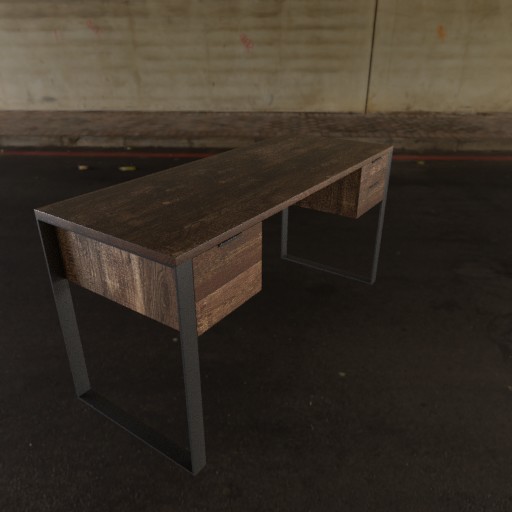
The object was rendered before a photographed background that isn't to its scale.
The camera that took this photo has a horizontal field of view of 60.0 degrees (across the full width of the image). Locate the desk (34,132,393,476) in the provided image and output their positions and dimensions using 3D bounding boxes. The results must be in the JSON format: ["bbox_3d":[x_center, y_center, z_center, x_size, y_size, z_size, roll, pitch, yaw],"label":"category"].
[{"bbox_3d":[0.000,0.000,1.935,0.599,0.762,1.524,17,31,31],"label":"desk"}]
